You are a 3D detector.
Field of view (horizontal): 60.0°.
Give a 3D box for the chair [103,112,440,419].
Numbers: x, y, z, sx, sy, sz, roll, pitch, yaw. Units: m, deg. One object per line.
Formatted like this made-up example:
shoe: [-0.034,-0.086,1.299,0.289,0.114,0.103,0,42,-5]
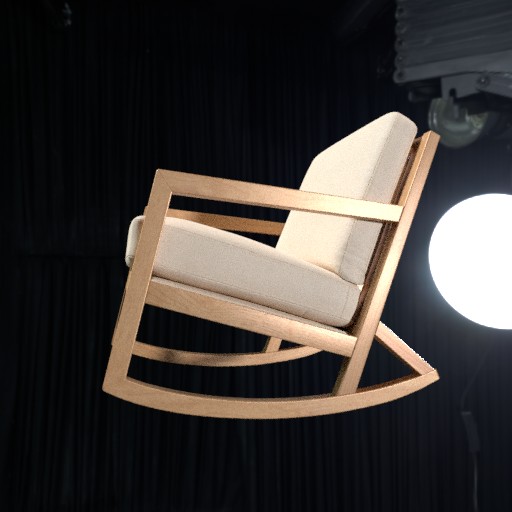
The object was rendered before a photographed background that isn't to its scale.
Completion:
chair: [0.000,0.000,1.364,0.857,0.790,0.622,1,-2,-16]
